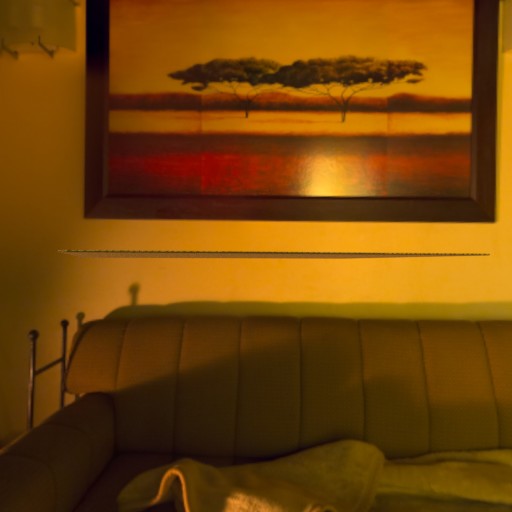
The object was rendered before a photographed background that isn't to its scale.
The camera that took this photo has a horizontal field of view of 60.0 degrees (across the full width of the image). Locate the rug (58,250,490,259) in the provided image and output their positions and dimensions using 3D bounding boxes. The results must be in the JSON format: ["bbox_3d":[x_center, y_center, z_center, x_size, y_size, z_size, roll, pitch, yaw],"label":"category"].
[{"bbox_3d":[0.000,0.000,4.205,3.207,0.014,2.439,0,-1,-18],"label":"rug"}]
